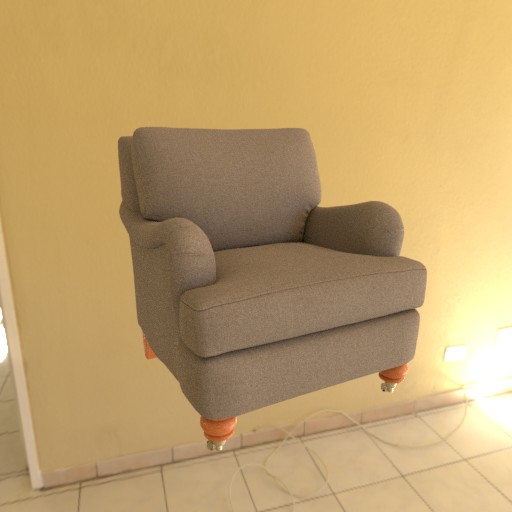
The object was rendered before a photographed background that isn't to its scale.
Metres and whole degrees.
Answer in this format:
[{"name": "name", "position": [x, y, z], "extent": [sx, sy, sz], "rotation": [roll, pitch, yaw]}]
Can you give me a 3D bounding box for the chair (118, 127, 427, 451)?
[{"name": "chair", "position": [0.000, 0.000, 1.850], "extent": [0.955, 1.038, 1.070], "rotation": [-8, 17, -26]}]
